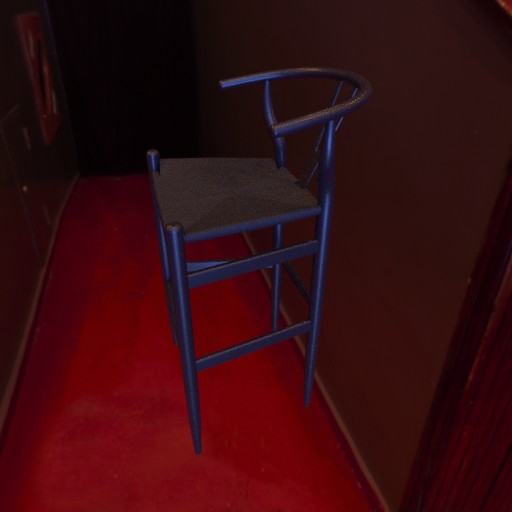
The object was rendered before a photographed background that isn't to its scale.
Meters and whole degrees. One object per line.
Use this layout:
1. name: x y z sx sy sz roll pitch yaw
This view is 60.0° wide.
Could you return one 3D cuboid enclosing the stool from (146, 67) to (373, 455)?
1. stool: 0.000 0.000 1.416 0.579 1.072 0.569 -9 33 -14
